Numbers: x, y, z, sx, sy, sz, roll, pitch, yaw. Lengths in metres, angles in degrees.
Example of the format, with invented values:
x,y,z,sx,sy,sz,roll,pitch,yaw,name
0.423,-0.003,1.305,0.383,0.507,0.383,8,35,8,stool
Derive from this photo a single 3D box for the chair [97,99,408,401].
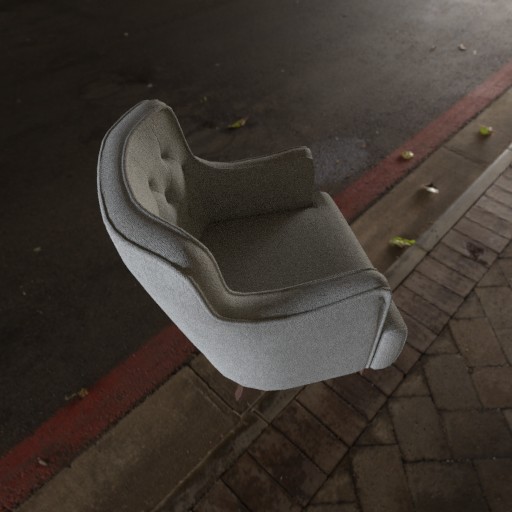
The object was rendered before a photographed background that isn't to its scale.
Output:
x,y,z,sx,sy,sz,roll,pitch,yaw,name
0.000,0.000,1.593,0.910,0.920,0.820,-11,48,-10,chair
